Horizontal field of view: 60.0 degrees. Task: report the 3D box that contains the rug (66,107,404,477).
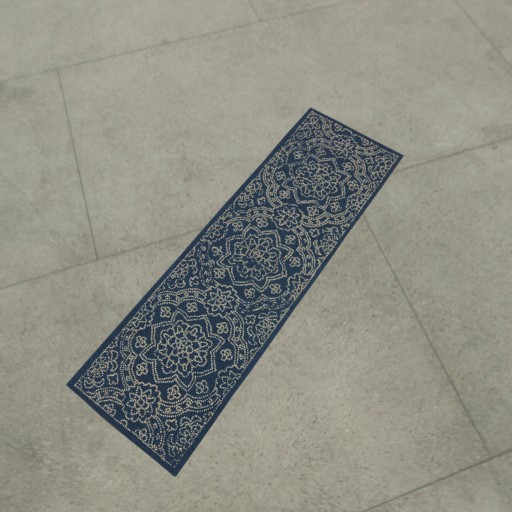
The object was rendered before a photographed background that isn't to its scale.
[{"bbox_3d":[0.000,0.000,2.715,0.769,0.012,2.448,33,68,15],"label":"rug"}]
